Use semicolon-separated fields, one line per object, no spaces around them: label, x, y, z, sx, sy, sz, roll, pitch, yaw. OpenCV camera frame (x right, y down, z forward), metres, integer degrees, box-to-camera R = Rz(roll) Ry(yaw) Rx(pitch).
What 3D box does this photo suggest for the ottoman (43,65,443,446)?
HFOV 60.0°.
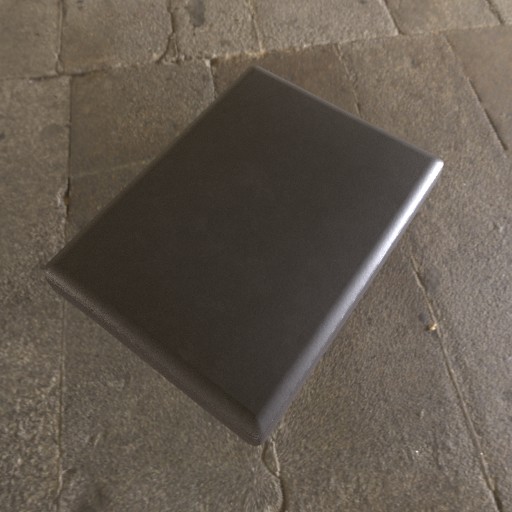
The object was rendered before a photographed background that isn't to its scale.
ottoman;0.000;0.000;1.200;0.590;0.498;0.795;33;68;15
